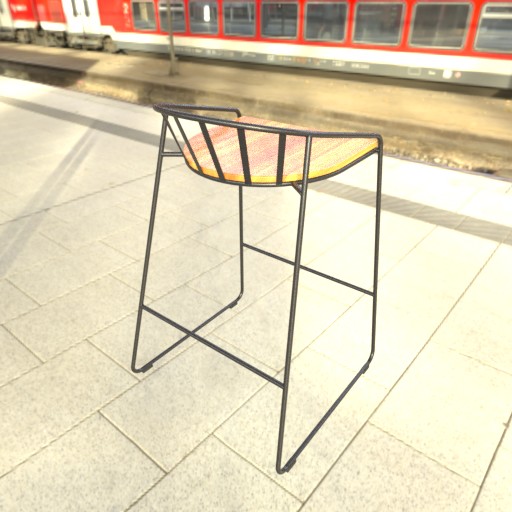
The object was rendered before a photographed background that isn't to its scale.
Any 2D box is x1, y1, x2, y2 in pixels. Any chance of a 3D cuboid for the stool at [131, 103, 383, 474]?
[{"bbox_3d":[0.000,0.000,1.163,0.546,0.812,0.521,22,37,32],"label":"stool"}]
